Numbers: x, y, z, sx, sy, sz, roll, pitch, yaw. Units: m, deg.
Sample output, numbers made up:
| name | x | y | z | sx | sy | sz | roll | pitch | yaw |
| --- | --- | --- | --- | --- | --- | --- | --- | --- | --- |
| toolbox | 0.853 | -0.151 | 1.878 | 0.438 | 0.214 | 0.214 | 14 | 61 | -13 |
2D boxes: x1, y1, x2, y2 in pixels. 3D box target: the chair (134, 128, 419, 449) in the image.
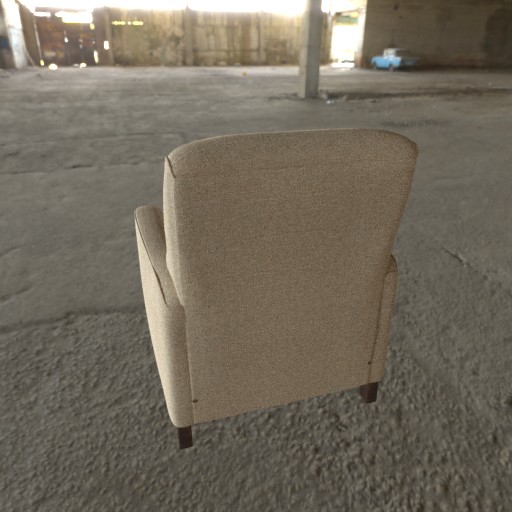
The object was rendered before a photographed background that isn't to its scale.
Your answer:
| name | x | y | z | sx | sy | sz | roll | pitch | yaw |
| --- | --- | --- | --- | --- | --- | --- | --- | --- | --- |
| chair | 0.000 | 0.000 | 1.660 | 0.841 | 1.028 | 0.858 | -8 | 27 | -16 |
